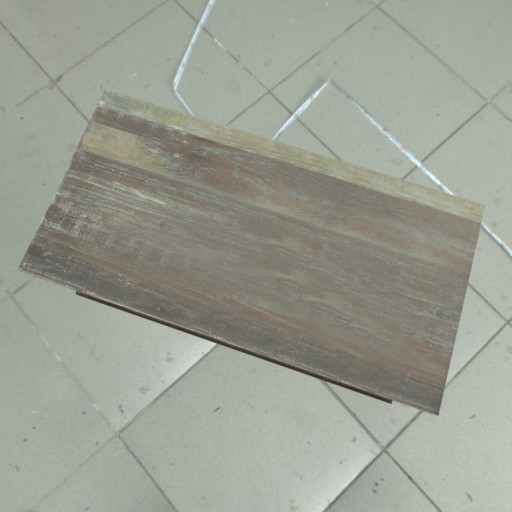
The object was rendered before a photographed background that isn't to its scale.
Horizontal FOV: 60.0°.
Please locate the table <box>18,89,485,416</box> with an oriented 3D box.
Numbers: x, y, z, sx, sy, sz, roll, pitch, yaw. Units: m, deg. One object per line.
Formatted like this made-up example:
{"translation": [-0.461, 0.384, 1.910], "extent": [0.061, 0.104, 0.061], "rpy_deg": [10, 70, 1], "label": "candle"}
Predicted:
{"translation": [0.000, 0.000, 1.337], "extent": [1.088, 0.399, 0.554], "rpy_deg": [18, 76, 5], "label": "table"}
